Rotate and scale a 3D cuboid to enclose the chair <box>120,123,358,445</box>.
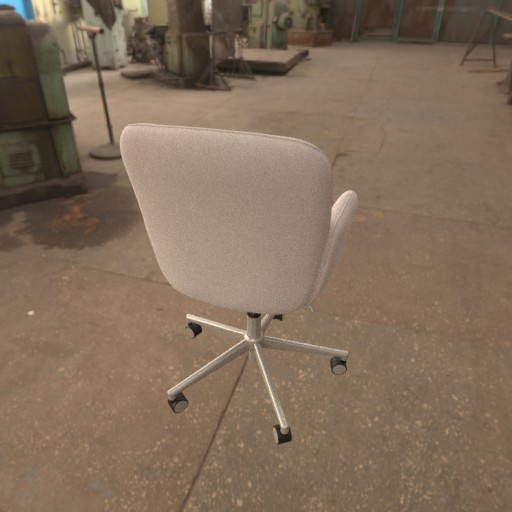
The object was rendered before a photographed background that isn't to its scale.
[{"bbox_3d":[0.000,0.000,1.395,0.648,0.959,0.633,10,33,16],"label":"chair"}]
